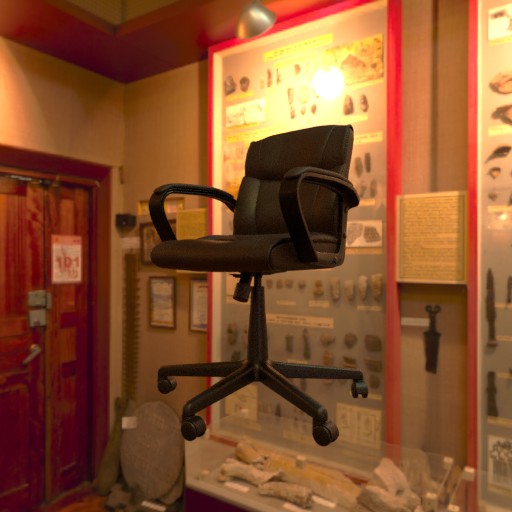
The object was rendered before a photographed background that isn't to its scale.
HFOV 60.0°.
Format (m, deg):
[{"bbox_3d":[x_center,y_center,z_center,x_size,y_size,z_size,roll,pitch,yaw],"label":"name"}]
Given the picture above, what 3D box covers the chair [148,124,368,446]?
[{"bbox_3d":[0.000,0.000,1.505,0.739,1.004,0.717,0,0,35],"label":"chair"}]
